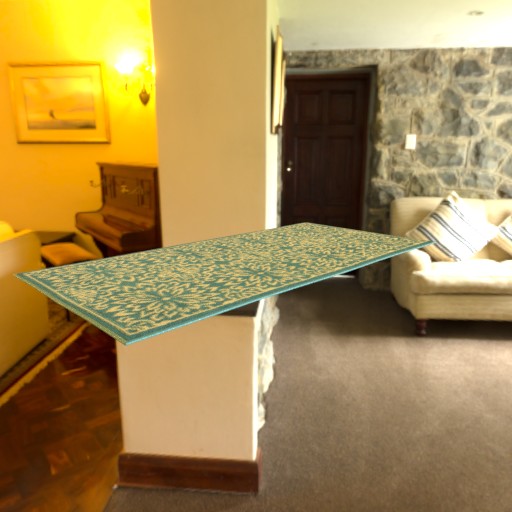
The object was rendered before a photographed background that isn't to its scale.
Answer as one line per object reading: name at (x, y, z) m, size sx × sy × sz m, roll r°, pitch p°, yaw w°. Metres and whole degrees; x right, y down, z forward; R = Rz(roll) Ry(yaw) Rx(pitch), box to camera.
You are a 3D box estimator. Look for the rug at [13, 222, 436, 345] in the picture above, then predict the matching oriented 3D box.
rug at (0.000, 0.000, 1.382) m, size 1.219 × 0.007 × 0.604 m, roll -13°, pitch 19°, yaw -43°
